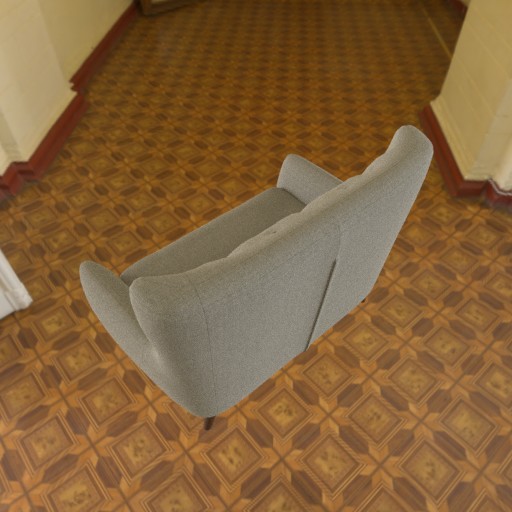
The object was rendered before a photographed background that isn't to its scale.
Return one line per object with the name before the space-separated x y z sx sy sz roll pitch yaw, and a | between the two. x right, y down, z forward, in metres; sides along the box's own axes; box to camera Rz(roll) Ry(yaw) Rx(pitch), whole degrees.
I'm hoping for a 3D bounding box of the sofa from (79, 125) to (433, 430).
sofa | 0.000 0.000 2.021 1.386 1.028 0.884 -32 54 -27
